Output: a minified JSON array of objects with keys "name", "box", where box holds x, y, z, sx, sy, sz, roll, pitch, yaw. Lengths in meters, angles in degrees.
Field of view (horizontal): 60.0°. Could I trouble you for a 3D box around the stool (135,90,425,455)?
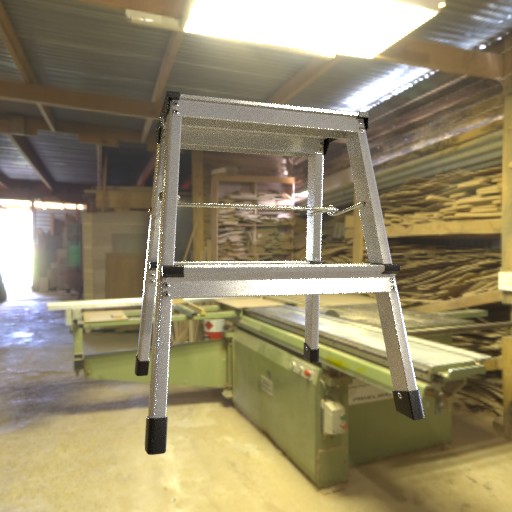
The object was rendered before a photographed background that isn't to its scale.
[{"name":"stool","box":[0.000,0.000,0.786,0.404,0.480,0.405,0,0,-17]}]
